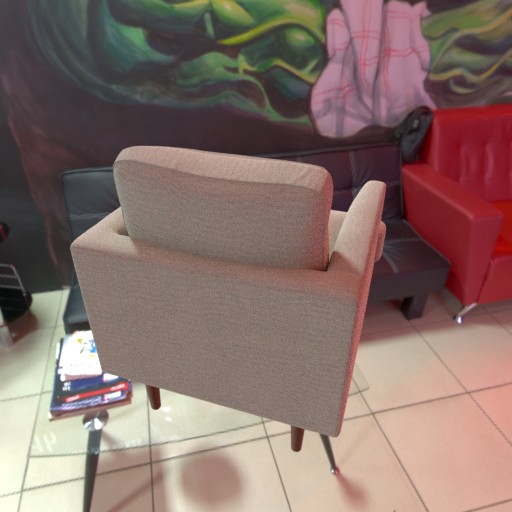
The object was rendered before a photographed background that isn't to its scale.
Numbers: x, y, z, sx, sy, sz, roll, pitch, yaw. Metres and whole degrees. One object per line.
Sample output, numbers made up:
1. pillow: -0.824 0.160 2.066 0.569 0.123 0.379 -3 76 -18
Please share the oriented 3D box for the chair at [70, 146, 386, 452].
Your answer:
1. chair: 0.000 0.000 1.604 0.858 0.957 0.899 10 33 16
